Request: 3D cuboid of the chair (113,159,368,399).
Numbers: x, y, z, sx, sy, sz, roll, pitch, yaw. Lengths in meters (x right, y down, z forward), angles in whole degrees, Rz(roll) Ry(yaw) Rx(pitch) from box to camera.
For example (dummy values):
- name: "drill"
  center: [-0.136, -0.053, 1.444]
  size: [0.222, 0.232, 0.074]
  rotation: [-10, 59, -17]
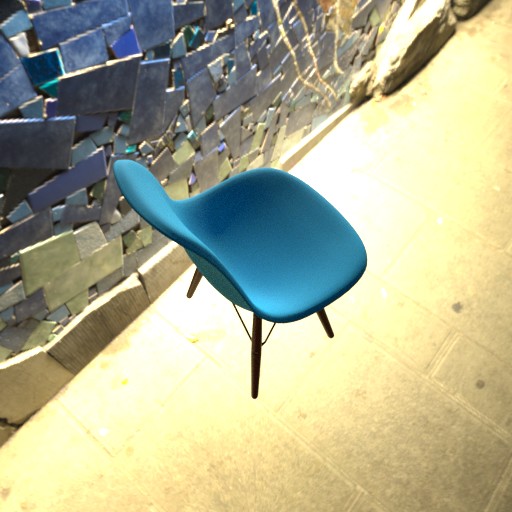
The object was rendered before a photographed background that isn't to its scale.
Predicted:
- name: "chair"
  center: [0.000, 0.000, 1.173]
  size: [0.533, 0.826, 0.470]
  rotation: [-31, 62, -18]
